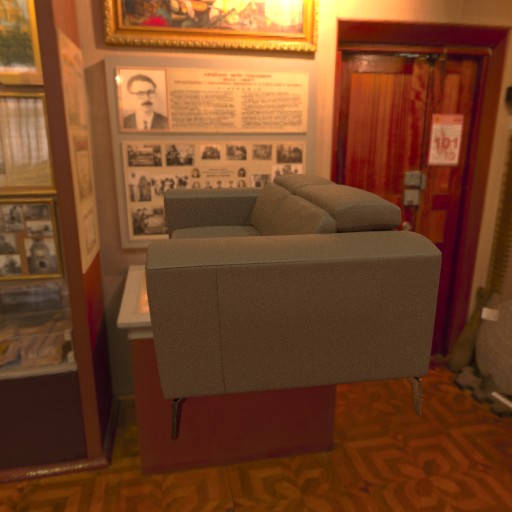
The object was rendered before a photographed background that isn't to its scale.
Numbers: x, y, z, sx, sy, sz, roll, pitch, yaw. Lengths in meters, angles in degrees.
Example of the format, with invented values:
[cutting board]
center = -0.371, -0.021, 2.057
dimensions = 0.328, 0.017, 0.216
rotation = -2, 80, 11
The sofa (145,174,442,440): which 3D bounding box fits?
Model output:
[sofa]
center = 0.000, 0.000, 2.364
dimensions = 1.003, 0.779, 1.895
rotation = -2, 16, -9
